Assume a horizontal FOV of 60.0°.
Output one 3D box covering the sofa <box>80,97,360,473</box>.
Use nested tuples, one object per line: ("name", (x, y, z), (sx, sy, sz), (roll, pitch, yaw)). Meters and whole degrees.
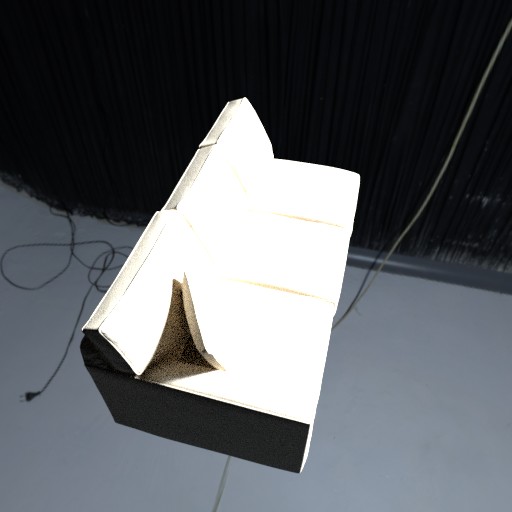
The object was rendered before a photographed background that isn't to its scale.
("sofa", (0.000, 0.000, 2.576), (1.034, 0.946, 1.962), (11, 47, 10))
